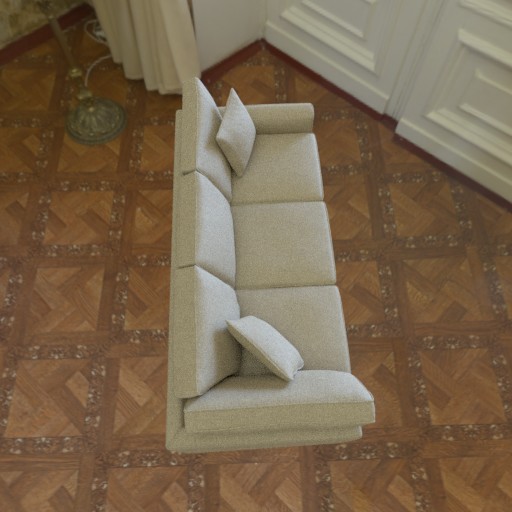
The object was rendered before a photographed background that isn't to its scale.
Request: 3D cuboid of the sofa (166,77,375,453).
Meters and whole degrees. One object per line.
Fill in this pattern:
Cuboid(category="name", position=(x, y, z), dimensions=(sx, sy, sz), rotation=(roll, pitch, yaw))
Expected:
Cuboid(category="sofa", position=(0.000, 0.000, 2.931), dimensions=(1.053, 0.948, 2.323), rotation=(-3, 65, -1))
